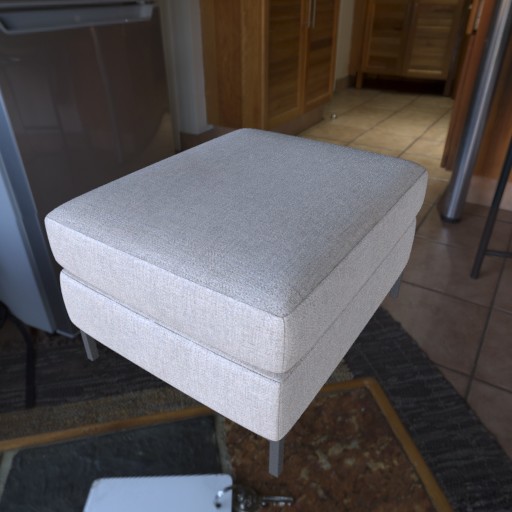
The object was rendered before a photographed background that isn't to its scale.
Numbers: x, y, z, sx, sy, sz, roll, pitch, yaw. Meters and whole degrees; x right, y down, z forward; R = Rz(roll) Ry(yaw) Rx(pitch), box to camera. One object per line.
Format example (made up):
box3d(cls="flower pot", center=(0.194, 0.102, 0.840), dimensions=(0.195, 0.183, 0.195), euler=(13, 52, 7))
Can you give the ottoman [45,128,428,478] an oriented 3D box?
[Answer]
box3d(cls="ottoman", center=(0.000, 0.000, 1.222), dimensions=(0.671, 0.490, 0.820), euler=(20, 38, 28))
